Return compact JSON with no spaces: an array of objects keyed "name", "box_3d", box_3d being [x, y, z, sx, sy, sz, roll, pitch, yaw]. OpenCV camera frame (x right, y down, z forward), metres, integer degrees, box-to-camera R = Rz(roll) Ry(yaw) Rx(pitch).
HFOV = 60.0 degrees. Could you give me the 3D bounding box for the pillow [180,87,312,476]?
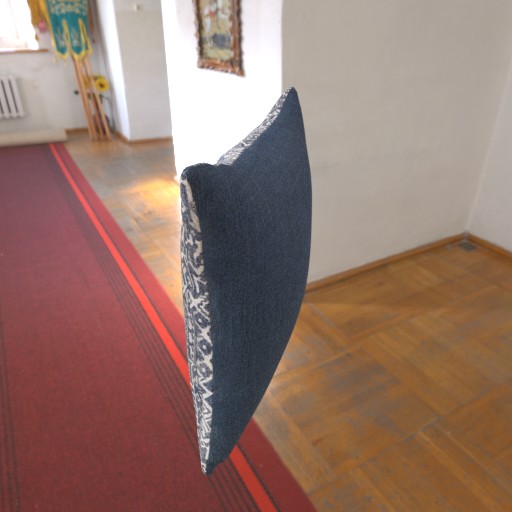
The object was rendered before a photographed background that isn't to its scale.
[{"name":"pillow","box_3d":[0.000,0.000,0.778,0.180,0.487,0.546,8,31,13]}]
